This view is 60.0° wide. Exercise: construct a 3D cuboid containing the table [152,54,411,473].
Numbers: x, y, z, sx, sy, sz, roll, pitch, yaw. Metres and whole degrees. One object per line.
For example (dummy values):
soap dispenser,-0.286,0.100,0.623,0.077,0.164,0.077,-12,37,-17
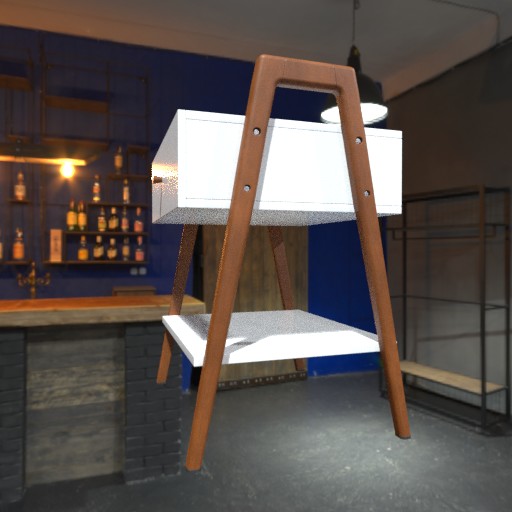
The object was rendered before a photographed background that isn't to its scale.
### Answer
table,0.000,0.000,0.896,0.405,0.610,0.457,0,1,-18
